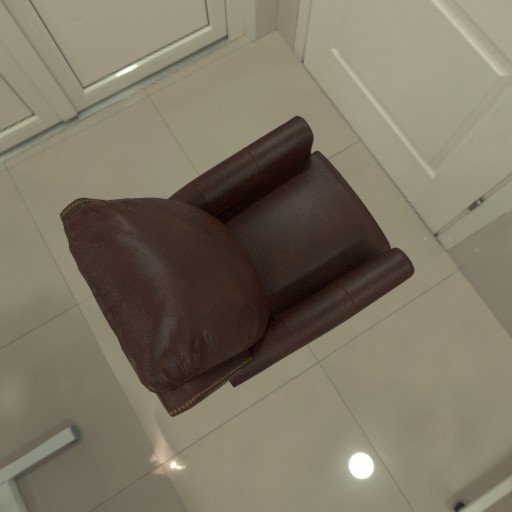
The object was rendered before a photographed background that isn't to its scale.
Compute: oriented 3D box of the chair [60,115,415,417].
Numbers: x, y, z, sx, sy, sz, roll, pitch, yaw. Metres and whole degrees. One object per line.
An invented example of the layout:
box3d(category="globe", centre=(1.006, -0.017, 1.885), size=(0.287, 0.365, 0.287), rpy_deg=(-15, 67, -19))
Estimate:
box3d(category="chair", centre=(0.000, 0.000, 1.817), size=(1.089, 1.022, 0.826), rpy_deg=(-31, 77, -8))
